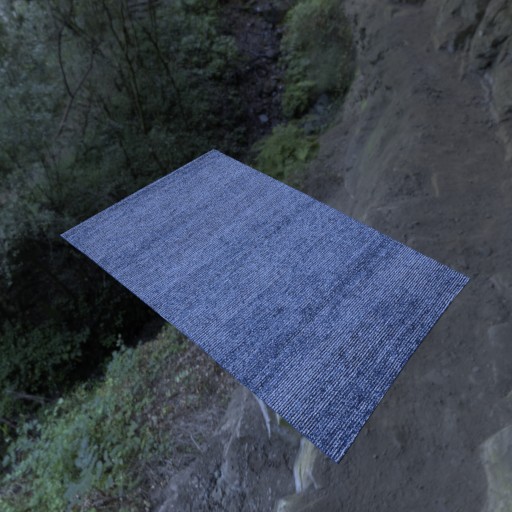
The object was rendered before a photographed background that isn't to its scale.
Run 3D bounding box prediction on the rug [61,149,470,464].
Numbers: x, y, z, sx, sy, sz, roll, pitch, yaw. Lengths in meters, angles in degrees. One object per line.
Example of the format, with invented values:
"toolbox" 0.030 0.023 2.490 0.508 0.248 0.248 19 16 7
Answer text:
"rug" 0.000 0.000 2.270 1.793 0.025 1.159 32 53 28
